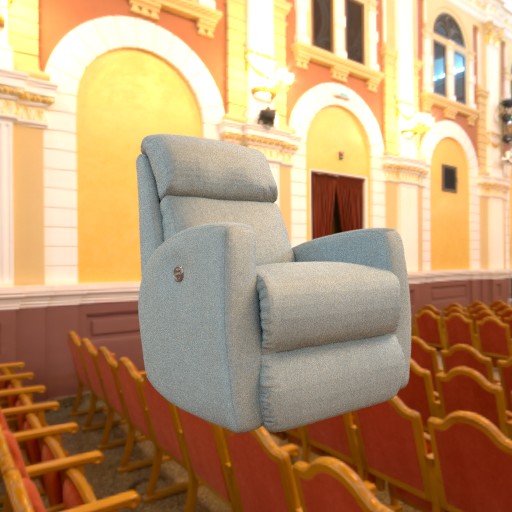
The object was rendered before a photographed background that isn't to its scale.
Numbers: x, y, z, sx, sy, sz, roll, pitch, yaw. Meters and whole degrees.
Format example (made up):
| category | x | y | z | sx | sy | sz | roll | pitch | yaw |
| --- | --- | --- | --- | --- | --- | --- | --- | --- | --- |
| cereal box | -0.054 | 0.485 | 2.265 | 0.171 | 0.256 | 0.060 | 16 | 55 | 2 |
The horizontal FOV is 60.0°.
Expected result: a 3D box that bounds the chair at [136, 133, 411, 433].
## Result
| category | x | y | z | sx | sy | sz | roll | pitch | yaw |
| --- | --- | --- | --- | --- | --- | --- | --- | --- | --- |
| chair | 0.000 | 0.000 | 1.693 | 0.794 | 1.016 | 0.940 | 0 | 0 | -36 |
